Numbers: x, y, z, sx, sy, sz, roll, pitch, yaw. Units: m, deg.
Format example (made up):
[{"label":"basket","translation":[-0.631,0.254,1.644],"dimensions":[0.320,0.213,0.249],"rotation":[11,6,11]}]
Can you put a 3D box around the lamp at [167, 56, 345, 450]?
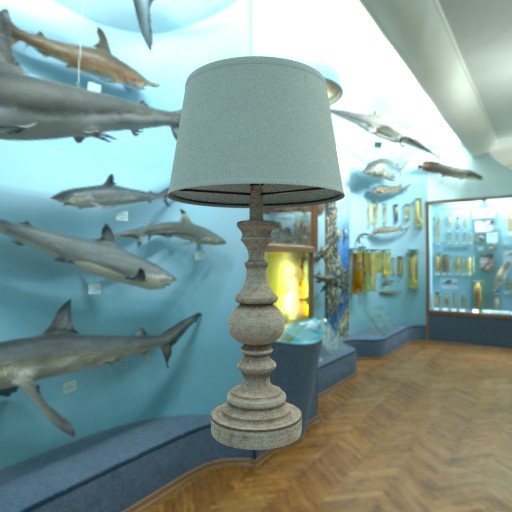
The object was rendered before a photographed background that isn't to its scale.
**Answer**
[{"label":"lamp","translation":[0.000,0.000,0.862],"dimensions":[0.340,0.678,0.340],"rotation":[0,0,0]}]
